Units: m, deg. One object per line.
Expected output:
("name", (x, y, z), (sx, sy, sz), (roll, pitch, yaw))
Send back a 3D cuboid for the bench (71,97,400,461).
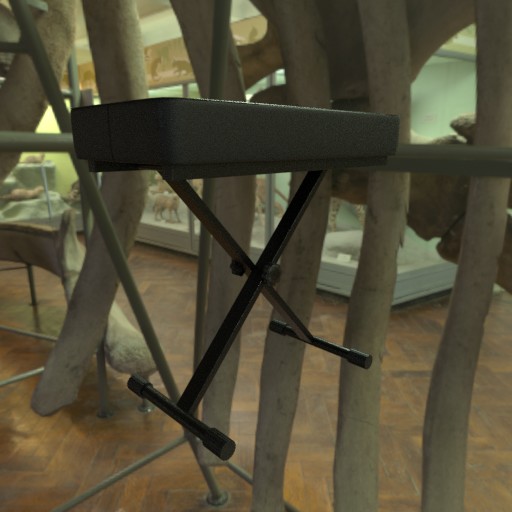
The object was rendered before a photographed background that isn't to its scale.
("bench", (0.000, 0.000, 0.908), (0.600, 0.561, 0.300), (-14, 20, -43))
